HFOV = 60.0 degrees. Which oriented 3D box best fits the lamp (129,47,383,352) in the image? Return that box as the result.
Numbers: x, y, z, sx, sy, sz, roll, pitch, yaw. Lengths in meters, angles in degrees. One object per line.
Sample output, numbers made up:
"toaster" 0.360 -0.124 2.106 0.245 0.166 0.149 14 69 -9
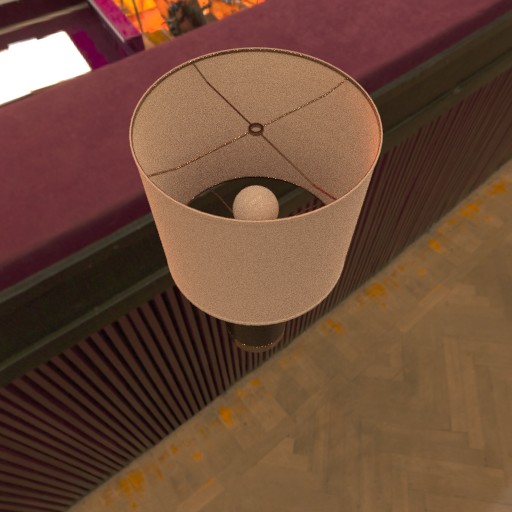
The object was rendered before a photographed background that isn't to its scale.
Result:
"lamp" 0.000 0.000 0.629 0.240 0.482 0.241 -31 63 -18
